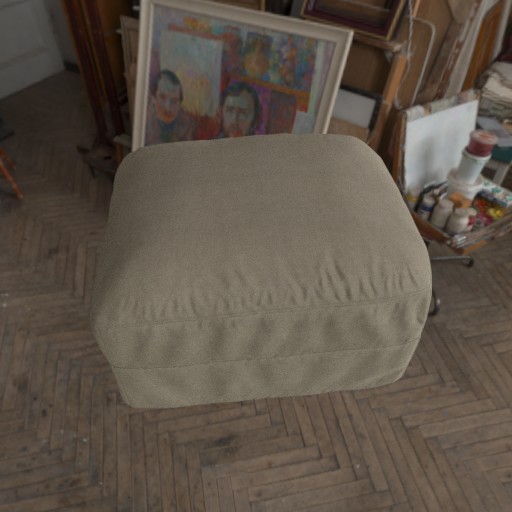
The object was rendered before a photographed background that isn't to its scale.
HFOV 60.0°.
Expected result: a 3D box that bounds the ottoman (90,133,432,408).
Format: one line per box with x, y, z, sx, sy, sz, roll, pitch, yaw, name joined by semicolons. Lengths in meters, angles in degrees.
0.000;0.000;1.106;0.712;0.480;0.584;-4;46;-4;ottoman
